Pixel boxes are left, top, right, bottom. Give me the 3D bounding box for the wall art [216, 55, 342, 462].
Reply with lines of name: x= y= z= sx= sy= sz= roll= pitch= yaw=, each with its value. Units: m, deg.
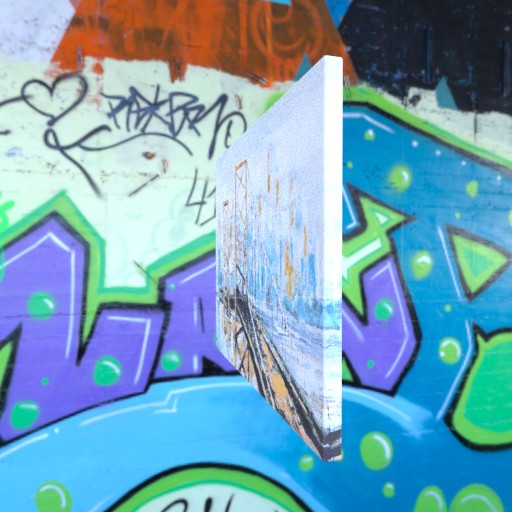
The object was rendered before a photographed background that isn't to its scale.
wall art: x=0.000 y=0.000 z=1.318 sx=0.038 sy=0.762 sz=1.016 roll=0 pitch=1 yaw=-17
